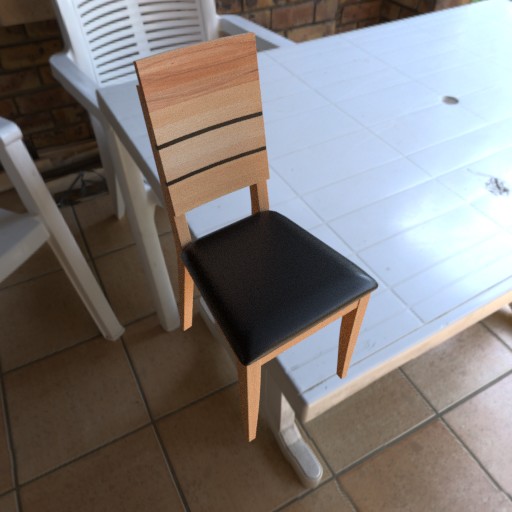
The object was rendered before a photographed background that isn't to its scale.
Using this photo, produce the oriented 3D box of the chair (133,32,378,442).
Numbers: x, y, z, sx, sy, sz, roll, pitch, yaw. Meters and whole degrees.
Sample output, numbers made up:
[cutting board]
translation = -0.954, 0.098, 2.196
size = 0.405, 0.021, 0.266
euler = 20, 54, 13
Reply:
[chair]
translation = 0.000, 0.000, 1.183
size = 0.410, 0.940, 0.520
euler = -26, 51, -23
